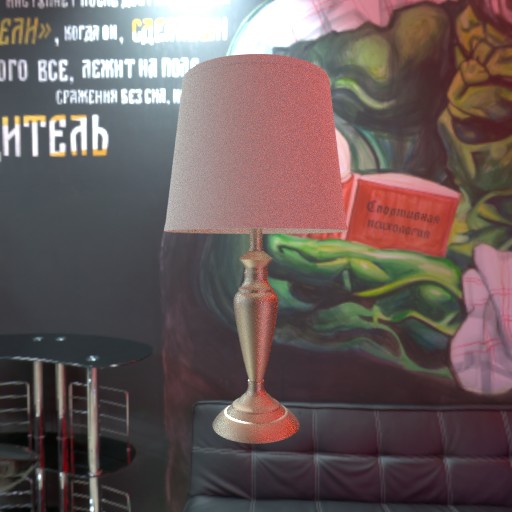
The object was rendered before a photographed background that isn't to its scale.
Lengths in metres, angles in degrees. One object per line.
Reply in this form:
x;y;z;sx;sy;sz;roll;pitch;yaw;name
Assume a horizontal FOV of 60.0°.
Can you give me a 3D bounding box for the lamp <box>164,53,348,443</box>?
0.000;0.000;0.808;0.328;0.619;0.328;0;2;0;lamp
